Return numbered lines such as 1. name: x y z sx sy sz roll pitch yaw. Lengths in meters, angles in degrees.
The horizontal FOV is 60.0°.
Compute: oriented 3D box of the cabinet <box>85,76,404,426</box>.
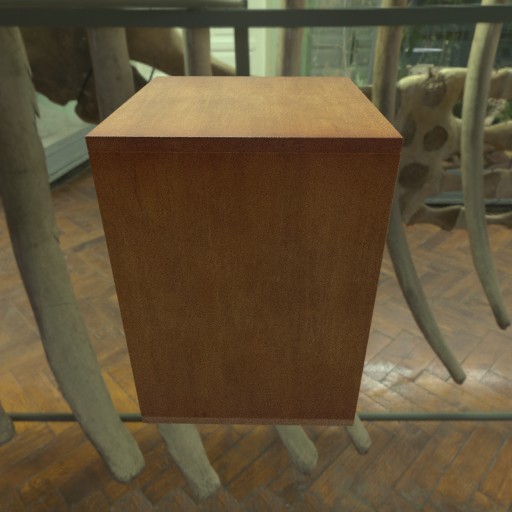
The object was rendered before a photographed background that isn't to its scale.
1. cabinet: 0.000 0.000 0.850 0.401 0.579 0.409 1 31 1
